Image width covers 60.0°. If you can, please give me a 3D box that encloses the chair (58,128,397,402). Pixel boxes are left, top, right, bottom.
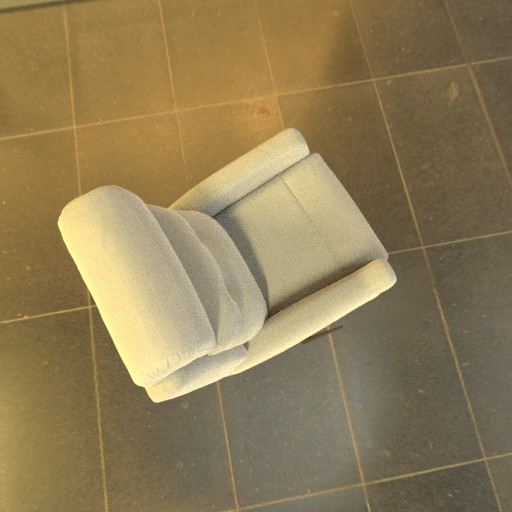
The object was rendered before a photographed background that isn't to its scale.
[{"bbox_3d":[0.000,0.000,1.714,1.043,1.013,0.798,-29,77,-8],"label":"chair"}]
